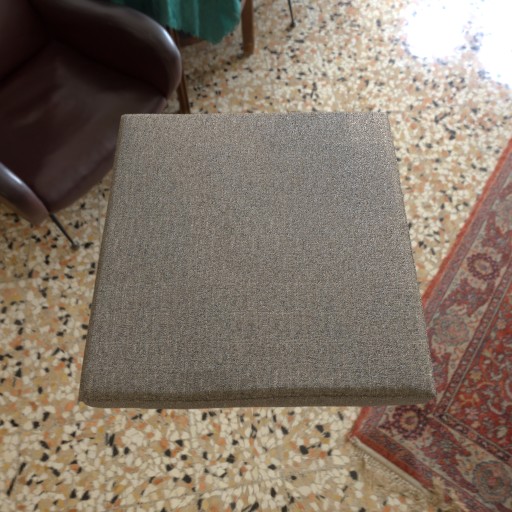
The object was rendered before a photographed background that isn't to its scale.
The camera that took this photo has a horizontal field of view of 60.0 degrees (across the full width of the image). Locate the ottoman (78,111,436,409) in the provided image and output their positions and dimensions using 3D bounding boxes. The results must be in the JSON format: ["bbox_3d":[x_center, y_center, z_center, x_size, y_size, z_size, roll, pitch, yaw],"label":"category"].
[{"bbox_3d":[0.000,0.000,1.527,0.981,0.379,1.016,0,65,0],"label":"ottoman"}]
